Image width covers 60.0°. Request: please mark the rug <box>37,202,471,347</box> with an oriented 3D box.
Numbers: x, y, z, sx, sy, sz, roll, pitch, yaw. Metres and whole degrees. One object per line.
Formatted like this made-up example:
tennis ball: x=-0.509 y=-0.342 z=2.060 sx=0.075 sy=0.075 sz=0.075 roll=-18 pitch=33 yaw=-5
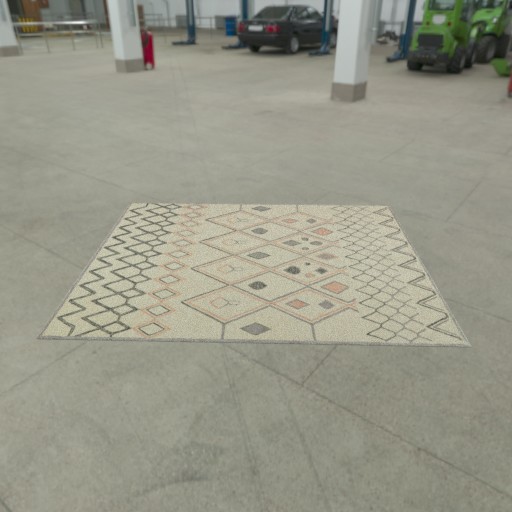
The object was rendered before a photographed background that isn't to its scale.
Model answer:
rug: x=0.000 y=0.000 z=4.159 sx=3.050 sy=0.016 sz=2.441 roll=1 pitch=30 yaw=1
